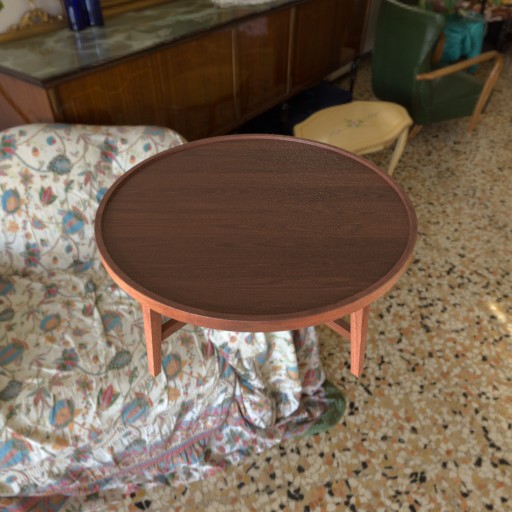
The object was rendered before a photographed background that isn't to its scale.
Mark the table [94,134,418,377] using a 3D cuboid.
[{"bbox_3d":[0.000,0.000,1.252,0.800,0.360,0.800,0,41,0],"label":"table"}]
